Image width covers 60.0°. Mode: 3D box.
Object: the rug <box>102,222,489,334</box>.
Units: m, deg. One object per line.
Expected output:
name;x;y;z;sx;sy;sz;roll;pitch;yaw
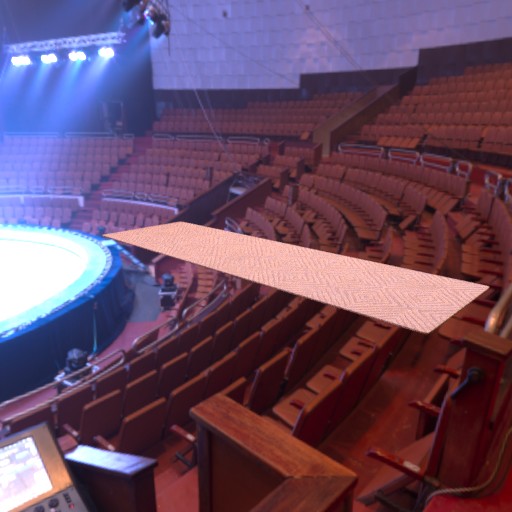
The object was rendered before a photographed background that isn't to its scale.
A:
rug;0.000;0.000;2.521;2.277;0.008;0.676;14;21;42
